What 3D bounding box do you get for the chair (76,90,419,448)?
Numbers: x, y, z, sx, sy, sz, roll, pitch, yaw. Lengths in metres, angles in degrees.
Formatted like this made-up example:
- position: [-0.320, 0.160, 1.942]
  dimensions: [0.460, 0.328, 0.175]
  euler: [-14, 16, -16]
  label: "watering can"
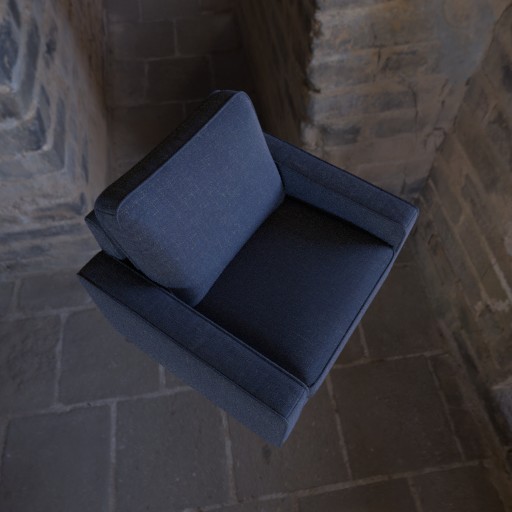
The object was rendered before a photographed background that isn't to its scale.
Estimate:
- position: [0.000, 0.000, 1.772]
  dimensions: [0.940, 0.919, 1.017]
  euler: [31, 64, 17]
  label: "chair"
